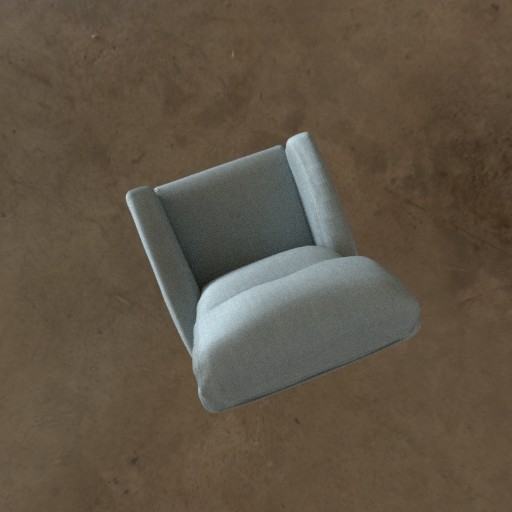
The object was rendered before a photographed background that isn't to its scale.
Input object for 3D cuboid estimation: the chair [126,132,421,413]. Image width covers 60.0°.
[{"bbox_3d":[0.000,0.000,1.665,0.794,1.016,0.940,-20,76,-5],"label":"chair"}]
